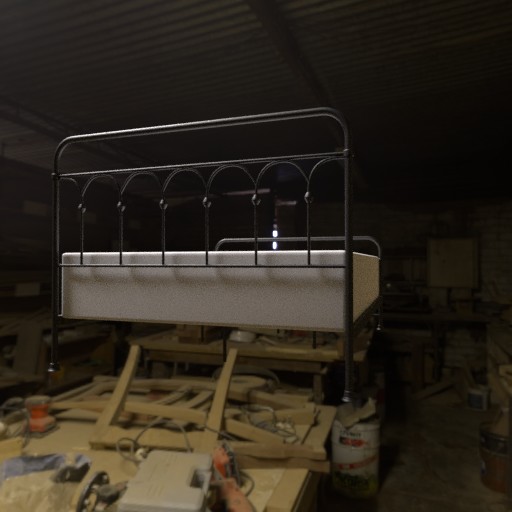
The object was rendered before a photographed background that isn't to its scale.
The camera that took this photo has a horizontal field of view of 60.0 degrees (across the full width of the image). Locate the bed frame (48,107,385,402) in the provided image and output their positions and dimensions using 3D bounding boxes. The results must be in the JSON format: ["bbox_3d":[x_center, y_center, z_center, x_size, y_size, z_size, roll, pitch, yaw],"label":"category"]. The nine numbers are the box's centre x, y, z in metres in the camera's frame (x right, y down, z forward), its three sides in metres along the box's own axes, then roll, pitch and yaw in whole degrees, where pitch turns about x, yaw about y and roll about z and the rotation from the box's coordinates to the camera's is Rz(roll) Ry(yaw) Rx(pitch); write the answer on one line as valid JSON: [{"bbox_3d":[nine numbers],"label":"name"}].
[{"bbox_3d":[0.000,0.000,3.186,1.664,1.276,2.203,0,-1,19],"label":"bed frame"}]
